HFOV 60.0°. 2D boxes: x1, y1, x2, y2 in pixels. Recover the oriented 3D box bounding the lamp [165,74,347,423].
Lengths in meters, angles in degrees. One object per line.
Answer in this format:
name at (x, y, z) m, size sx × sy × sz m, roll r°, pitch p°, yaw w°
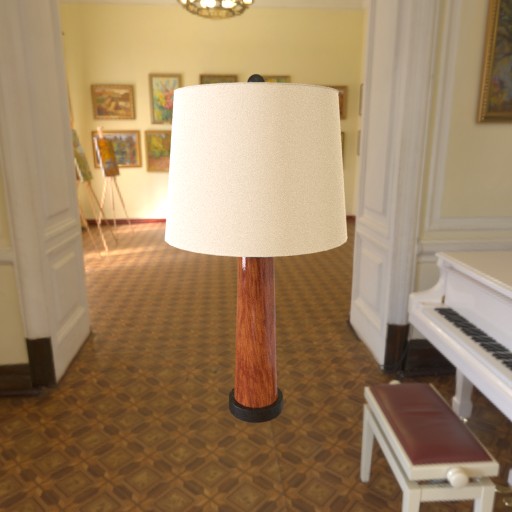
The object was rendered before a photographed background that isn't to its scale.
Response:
lamp at (0.000, 0.000, 0.870) m, size 0.349 × 0.667 × 0.349 m, roll 0°, pitch 14°, yaw 0°
